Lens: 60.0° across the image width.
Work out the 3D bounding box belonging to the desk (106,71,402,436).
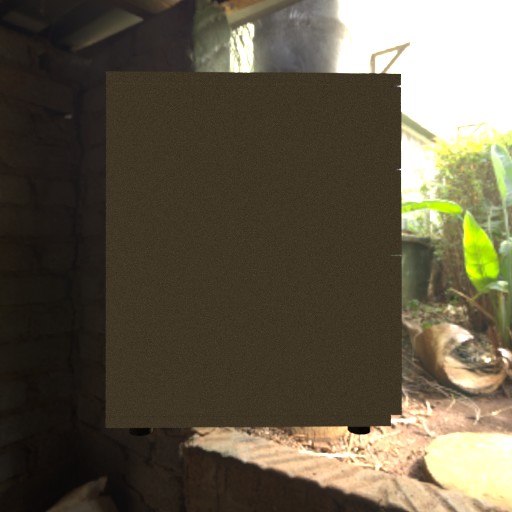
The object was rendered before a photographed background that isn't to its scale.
[{"bbox_3d":[0.000,0.000,1.082,0.600,0.730,0.404,0,0,-1],"label":"desk"}]
